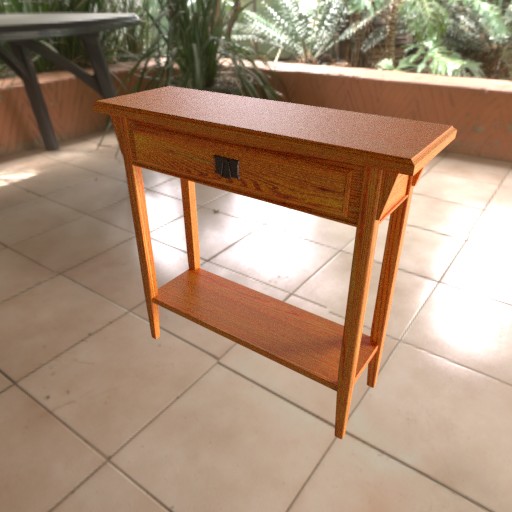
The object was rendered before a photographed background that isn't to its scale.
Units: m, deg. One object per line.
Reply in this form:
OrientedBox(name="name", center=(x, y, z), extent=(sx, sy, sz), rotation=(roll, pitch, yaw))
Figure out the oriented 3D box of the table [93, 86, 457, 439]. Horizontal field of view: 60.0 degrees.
OrientedBox(name="table", center=(0.000, 0.000, 1.124), extent=(0.762, 0.711, 0.254), rotation=(19, 36, 29))
